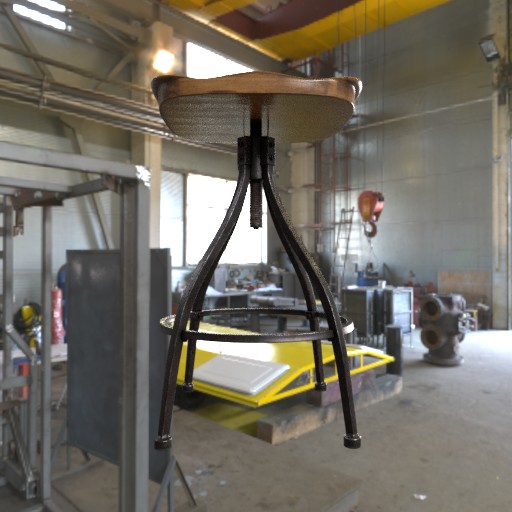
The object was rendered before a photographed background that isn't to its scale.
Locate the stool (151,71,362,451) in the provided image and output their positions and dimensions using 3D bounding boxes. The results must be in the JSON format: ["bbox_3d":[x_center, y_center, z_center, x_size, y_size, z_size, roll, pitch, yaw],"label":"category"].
[{"bbox_3d":[0.000,0.000,0.979,0.432,0.694,0.424,0,0,-1],"label":"stool"}]
